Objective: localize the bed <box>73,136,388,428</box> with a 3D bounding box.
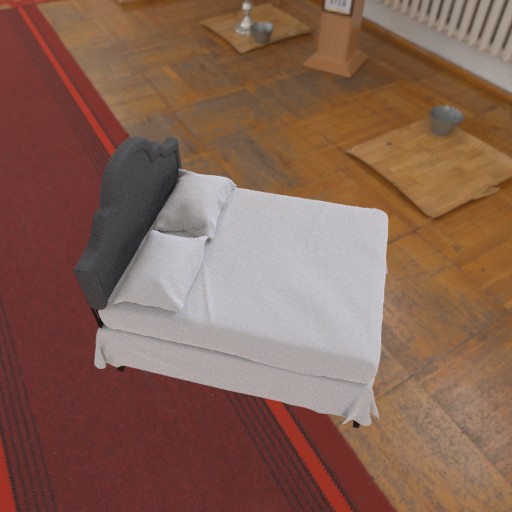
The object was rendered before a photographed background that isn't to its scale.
[{"bbox_3d":[0.000,0.000,3.432,2.222,1.634,1.780,10,48,9],"label":"bed"}]
